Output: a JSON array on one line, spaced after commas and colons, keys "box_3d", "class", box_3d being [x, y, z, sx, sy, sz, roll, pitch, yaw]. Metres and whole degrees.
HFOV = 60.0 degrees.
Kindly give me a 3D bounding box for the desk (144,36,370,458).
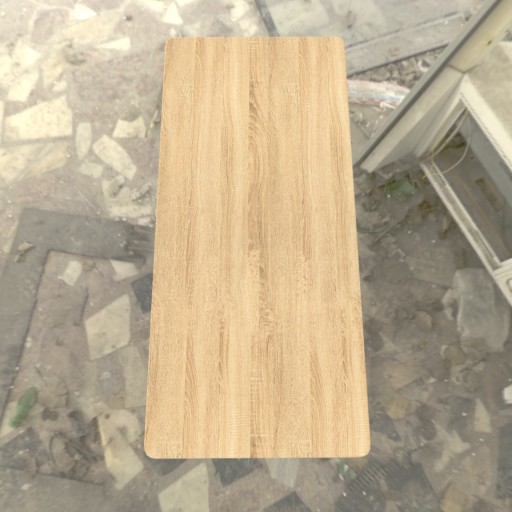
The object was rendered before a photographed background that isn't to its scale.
[{"box_3d": [0.000, 0.000, 1.585, 0.550, 0.760, 1.200, 0, 76, 0], "class": "desk"}]
